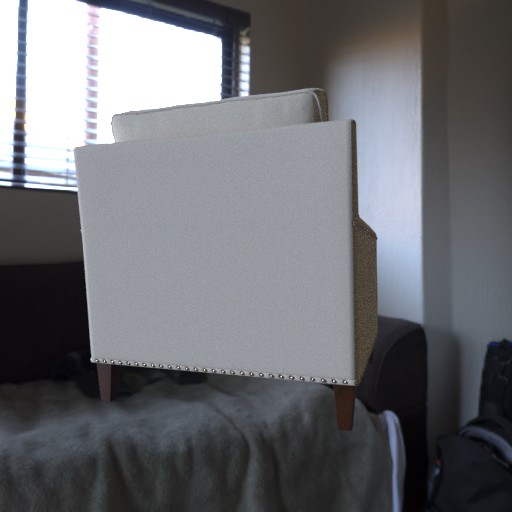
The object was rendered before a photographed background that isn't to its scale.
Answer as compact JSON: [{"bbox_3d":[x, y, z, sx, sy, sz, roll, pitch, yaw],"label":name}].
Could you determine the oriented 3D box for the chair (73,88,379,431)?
[{"bbox_3d":[0.000,0.000,1.685,0.853,0.943,1.014,0,0,19],"label":"chair"}]
